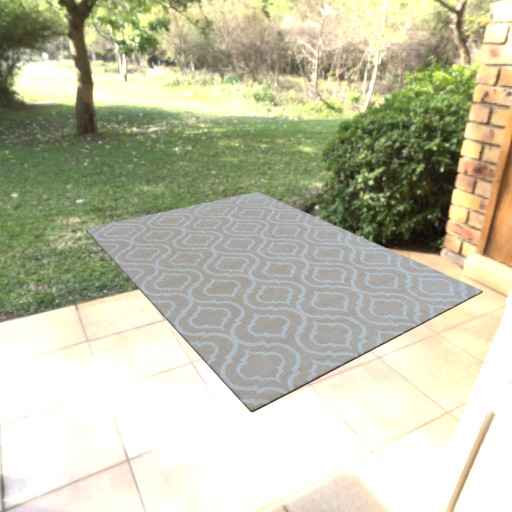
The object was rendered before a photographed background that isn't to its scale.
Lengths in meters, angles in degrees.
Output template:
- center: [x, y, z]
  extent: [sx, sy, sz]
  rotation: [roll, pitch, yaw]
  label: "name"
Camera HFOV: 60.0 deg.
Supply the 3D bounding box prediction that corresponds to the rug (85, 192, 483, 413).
- center: [0.000, 0.000, 2.797]
  extent: [1.524, 0.010, 2.134]
  rotation: [-17, 31, -31]
  label: "rug"
